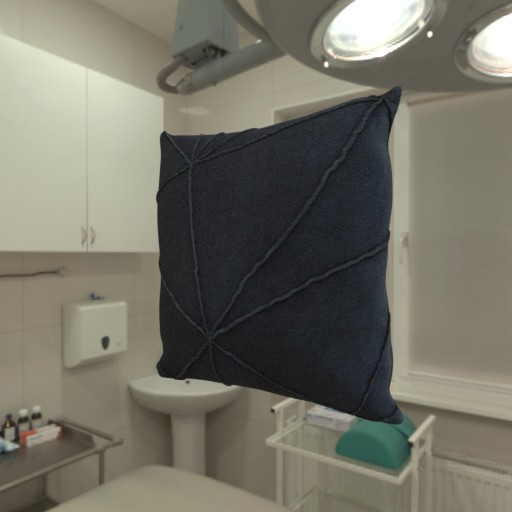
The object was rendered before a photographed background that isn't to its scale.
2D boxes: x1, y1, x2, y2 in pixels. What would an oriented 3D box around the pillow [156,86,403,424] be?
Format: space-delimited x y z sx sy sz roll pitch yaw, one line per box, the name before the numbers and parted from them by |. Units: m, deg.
pillow | 0.000 0.000 0.675 0.439 0.440 0.183 0 0 35
